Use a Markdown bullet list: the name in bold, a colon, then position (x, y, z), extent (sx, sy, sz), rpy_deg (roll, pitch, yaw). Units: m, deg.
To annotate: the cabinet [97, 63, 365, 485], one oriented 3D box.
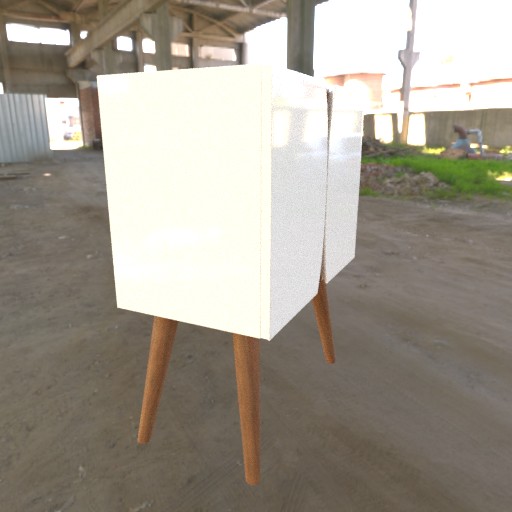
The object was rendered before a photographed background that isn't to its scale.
- **cabinet**: position (0.000, 0.000, 1.074), extent (0.344, 0.772, 0.591), rpy_deg (7, 17, 25)
